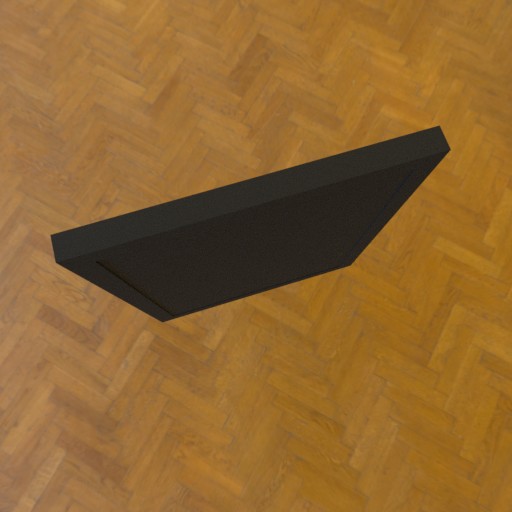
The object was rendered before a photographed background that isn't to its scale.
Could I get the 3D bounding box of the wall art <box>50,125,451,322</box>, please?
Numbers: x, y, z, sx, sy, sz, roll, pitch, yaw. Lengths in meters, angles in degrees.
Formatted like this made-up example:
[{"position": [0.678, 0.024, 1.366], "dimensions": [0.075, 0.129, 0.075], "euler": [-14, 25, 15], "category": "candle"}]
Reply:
[{"position": [0.000, 0.000, 0.764], "dimensions": [0.457, 0.559, 0.033], "euler": [-16, 76, -4], "category": "wall art"}]
